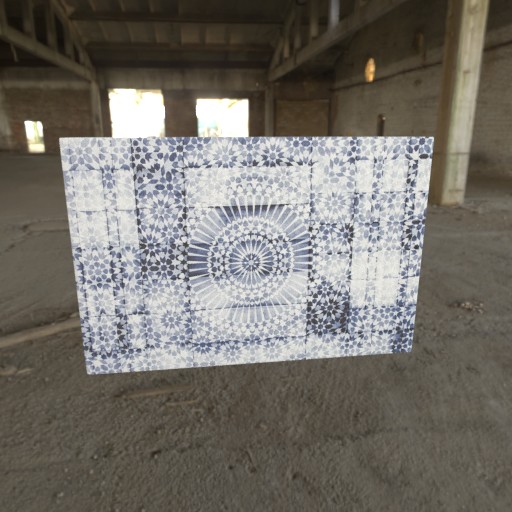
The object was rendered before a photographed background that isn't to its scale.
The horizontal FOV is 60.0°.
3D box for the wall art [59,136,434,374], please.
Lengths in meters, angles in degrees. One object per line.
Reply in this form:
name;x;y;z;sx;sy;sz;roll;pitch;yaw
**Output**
wall art;0.000;0.000;0.783;0.608;0.406;0.030;-2;16;-8
